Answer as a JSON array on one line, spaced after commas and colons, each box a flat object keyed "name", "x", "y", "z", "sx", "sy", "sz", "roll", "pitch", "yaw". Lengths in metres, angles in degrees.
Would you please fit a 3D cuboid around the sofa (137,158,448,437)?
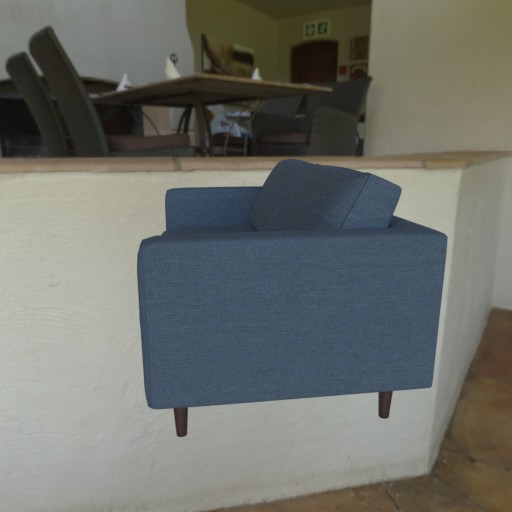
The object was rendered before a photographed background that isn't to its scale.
[{"name": "sofa", "x": 0.000, "y": 0.000, "z": 2.191, "sx": 0.999, "sy": 0.907, "sz": 1.659, "roll": -2, "pitch": 14, "yaw": -8}]
